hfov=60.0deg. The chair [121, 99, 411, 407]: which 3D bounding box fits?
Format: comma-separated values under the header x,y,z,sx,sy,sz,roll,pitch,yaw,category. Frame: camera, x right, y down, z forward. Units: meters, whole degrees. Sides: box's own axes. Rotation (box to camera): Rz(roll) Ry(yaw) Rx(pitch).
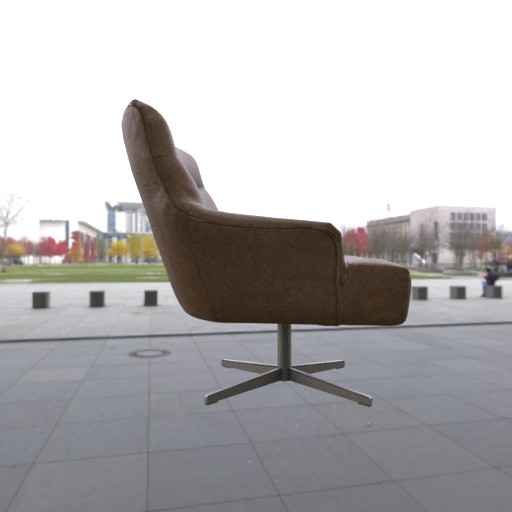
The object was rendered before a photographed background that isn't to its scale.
x,y,z,sx,sy,sz,roll,pitch,yaw,category
0.000,0.000,1.519,0.874,0.869,0.729,0,-1,2,chair
